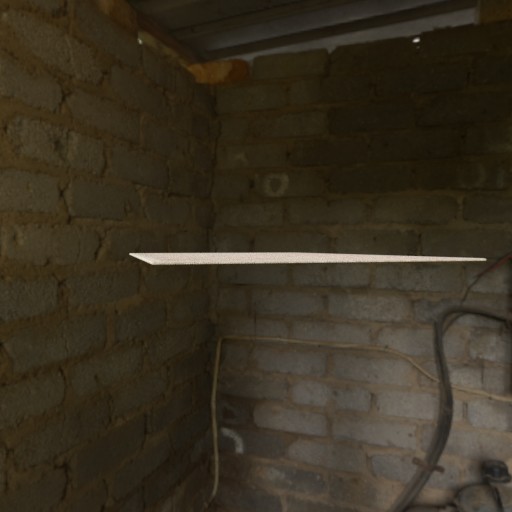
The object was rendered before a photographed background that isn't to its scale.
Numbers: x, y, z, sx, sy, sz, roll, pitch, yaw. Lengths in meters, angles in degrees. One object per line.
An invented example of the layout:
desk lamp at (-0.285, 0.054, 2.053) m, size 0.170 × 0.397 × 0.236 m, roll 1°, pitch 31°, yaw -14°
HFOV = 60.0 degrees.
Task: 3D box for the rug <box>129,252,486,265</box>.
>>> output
rug at (0.000, 0.000, 2.330) m, size 1.219 × 0.010 × 1.829 m, roll 0°, pitch 1°, yaw -18°
